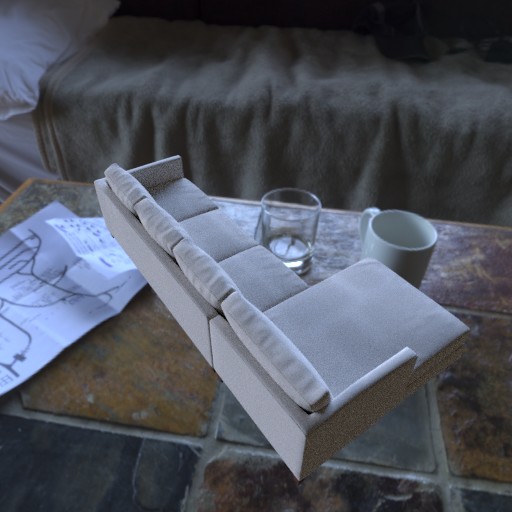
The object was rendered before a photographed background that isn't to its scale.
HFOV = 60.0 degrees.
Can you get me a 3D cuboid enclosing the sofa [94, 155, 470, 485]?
[{"bbox_3d":[0.000,0.000,3.835,1.625,0.861,3.186,-25,47,-26],"label":"sofa"}]
